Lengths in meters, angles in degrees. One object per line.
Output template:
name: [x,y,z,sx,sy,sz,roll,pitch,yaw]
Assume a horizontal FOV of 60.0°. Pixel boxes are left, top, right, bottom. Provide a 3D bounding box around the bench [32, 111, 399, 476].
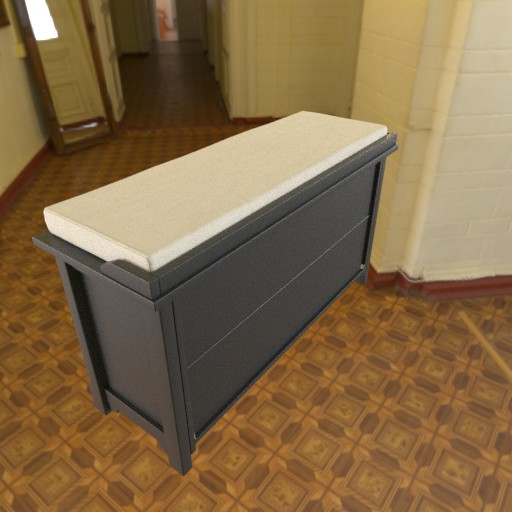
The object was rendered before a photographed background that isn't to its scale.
bench: [0.000,0.000,1.207,0.345,0.561,0.973,22,38,31]
